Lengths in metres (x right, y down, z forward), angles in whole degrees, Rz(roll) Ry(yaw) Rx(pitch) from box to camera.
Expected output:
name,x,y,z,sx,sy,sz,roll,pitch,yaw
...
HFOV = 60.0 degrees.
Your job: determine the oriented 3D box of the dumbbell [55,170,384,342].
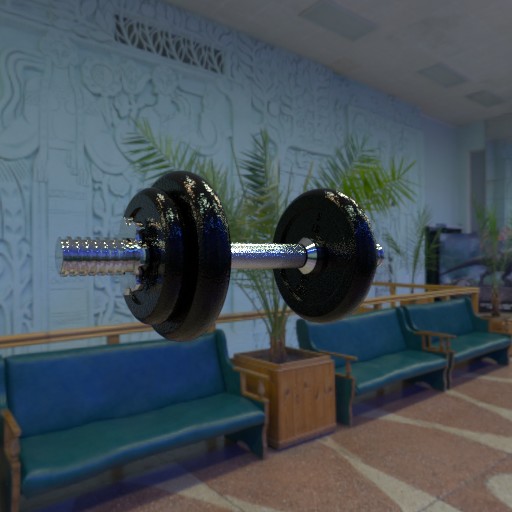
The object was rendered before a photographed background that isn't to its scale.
name,x,y,z,sx,sy,sz,roll,pitch,yaw
dumbbell,0.000,0.000,0.597,0.497,0.202,0.202,0,0,-36
